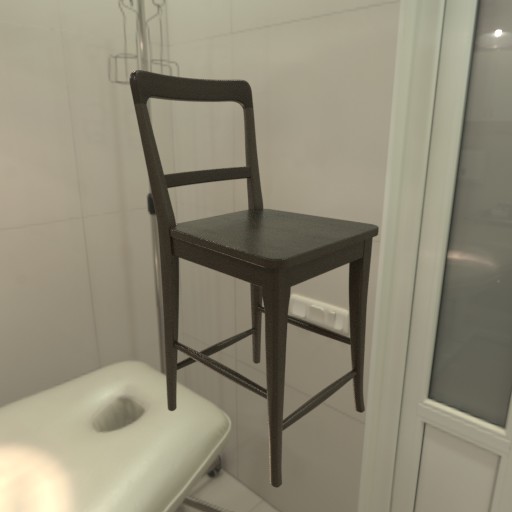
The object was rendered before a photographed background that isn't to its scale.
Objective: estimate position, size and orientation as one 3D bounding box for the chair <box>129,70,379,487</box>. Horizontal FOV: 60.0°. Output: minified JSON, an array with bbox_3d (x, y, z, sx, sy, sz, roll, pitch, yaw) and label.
[{"bbox_3d":[0.000,0.000,1.267,0.546,0.991,0.450,15,22,41],"label":"chair"}]
